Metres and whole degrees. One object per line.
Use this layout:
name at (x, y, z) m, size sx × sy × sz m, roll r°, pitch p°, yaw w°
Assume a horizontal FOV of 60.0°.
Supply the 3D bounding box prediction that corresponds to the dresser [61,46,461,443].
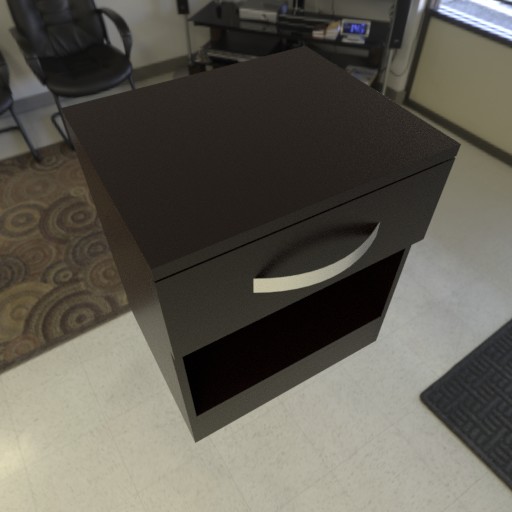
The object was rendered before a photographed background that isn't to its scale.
dresser at (0.000, 0.000, 0.733) m, size 0.400 × 0.470 × 0.360 m, roll -23°, pitch 52°, yaw -20°
